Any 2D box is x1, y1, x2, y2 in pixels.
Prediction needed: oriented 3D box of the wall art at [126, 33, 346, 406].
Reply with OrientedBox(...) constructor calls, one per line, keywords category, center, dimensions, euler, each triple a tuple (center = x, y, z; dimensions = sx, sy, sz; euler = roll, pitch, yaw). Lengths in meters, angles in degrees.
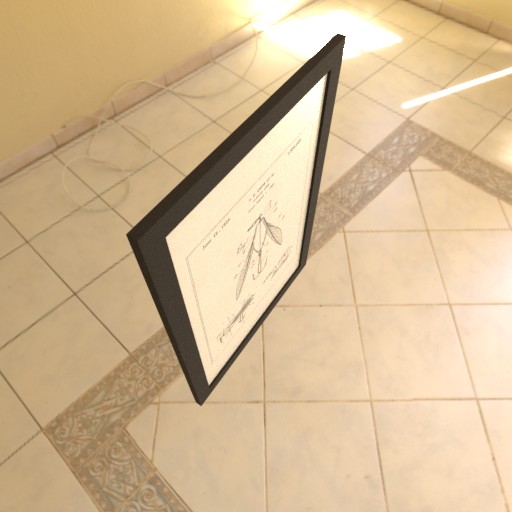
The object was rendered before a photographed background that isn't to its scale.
OrientedBox(category="wall art", center=(0.000, 0.000, 0.691), dimensions=(0.013, 0.534, 0.380), euler=(30, 62, 18))
